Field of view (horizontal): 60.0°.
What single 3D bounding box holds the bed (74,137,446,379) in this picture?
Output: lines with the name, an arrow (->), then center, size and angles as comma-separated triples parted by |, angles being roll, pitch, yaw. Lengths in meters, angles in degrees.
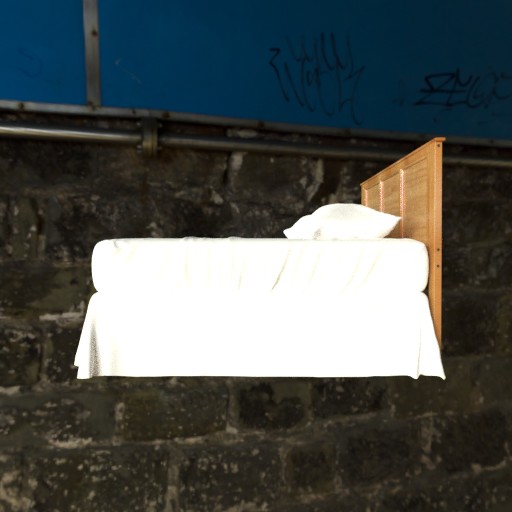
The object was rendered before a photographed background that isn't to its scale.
bed -> 0.000, 0.000, 3.170 | 2.035, 1.273, 1.870 | 0, 1, 0
